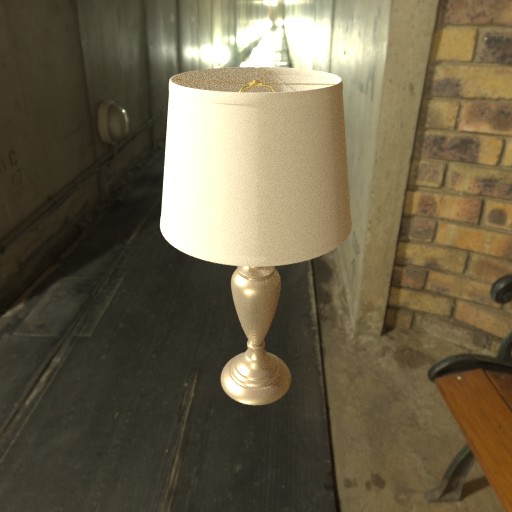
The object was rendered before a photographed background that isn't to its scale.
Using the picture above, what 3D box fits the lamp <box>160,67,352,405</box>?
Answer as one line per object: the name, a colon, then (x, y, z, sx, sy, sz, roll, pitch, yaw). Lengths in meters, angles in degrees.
lamp: (0.000, 0.000, 0.812, 0.328, 0.612, 0.328, 0, 30, 0)
